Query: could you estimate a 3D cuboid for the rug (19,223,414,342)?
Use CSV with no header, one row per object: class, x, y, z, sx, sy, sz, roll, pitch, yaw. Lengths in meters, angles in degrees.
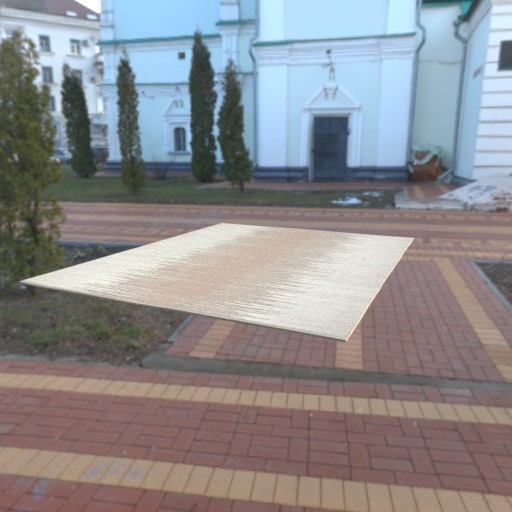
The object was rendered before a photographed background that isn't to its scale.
rug,0.000,0.000,4.077,2.438,0.013,3.048,6,15,25
